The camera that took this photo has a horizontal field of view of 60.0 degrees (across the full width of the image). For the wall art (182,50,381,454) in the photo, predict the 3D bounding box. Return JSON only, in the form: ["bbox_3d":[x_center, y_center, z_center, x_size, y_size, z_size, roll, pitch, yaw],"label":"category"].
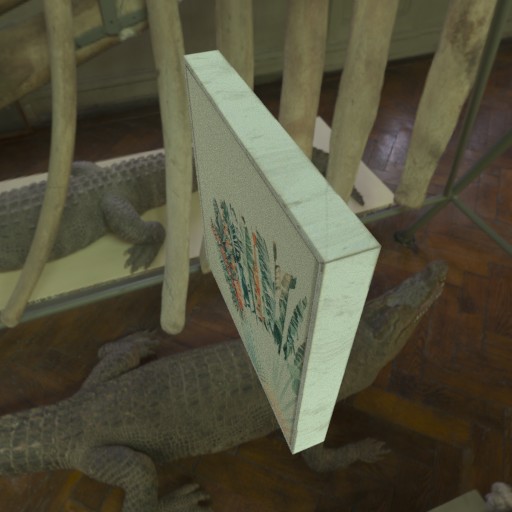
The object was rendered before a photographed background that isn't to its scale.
[{"bbox_3d":[0.000,0.000,0.465,0.038,0.303,0.305,-16,49,-15],"label":"wall art"}]
